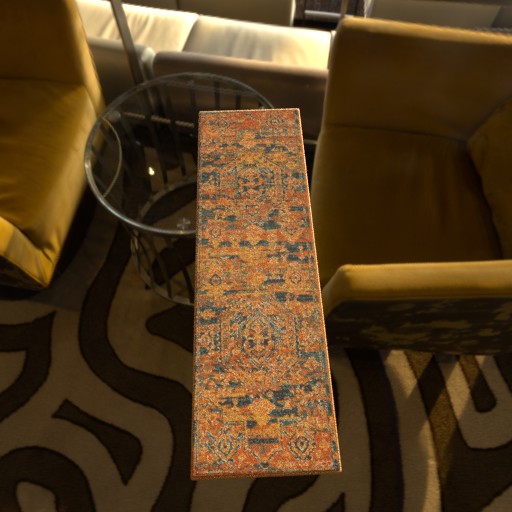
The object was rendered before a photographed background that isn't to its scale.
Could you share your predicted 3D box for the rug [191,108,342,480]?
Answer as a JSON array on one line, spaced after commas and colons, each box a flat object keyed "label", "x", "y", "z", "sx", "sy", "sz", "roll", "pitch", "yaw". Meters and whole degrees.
[{"label": "rug", "x": 0.000, "y": 0.000, "z": 2.038, "sx": 0.556, "sy": 0.013, "sz": 1.820, "roll": -2, "pitch": 63, "yaw": -1}]
